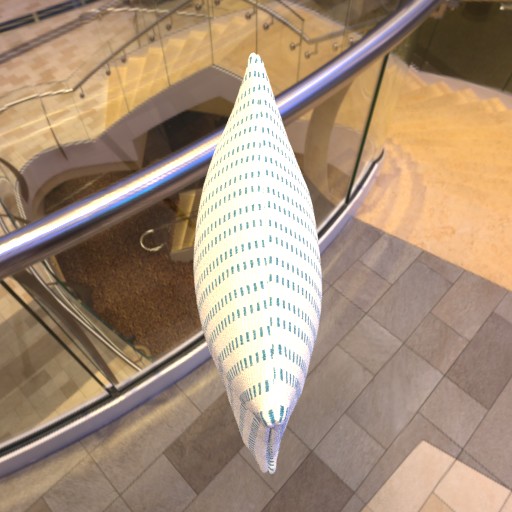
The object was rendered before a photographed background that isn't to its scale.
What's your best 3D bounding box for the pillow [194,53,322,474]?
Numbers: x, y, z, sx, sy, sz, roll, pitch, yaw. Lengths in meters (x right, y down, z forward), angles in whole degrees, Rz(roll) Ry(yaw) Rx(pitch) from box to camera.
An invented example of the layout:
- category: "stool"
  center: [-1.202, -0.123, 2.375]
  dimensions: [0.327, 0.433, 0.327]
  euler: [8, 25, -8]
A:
- category: "pillow"
  center: [0.000, 0.000, 0.761]
  dimensions: [0.210, 0.353, 0.640]
  euler: [-1, 57, -1]
